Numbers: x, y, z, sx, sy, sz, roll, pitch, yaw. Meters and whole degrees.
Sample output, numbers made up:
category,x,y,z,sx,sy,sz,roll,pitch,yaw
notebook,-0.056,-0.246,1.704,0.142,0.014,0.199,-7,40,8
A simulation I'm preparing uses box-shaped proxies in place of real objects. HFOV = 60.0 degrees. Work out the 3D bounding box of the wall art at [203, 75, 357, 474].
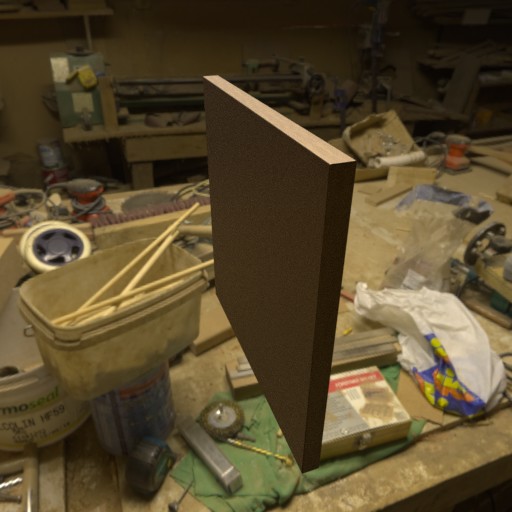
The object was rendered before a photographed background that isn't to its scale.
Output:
category,x,y,z,sx,sy,sz,roll,pitch,yaw
wall art,0.000,0.000,0.767,0.030,0.506,0.503,-11,33,-17
